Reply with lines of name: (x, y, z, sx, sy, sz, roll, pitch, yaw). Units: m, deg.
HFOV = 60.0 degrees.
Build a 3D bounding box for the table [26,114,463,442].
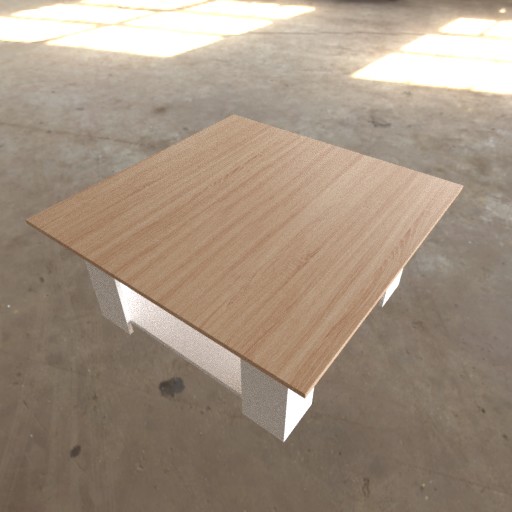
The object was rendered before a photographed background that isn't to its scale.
table: (0.000, 0.000, 1.049, 0.670, 0.305, 0.670, 26, 47, 27)
